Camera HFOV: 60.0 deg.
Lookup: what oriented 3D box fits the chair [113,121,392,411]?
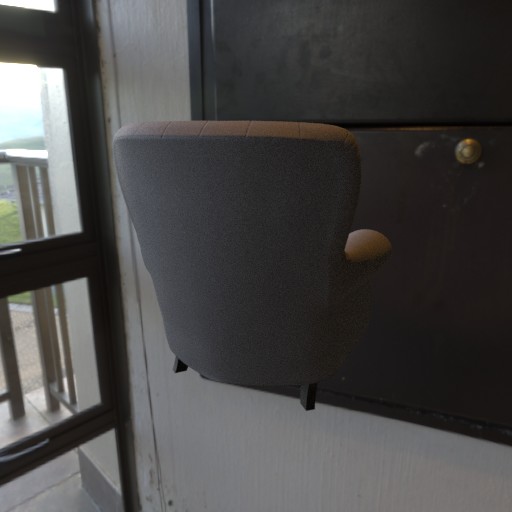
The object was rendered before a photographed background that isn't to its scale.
[{"bbox_3d":[0.000,0.000,1.818,0.983,1.046,0.983,8,18,25],"label":"chair"}]
